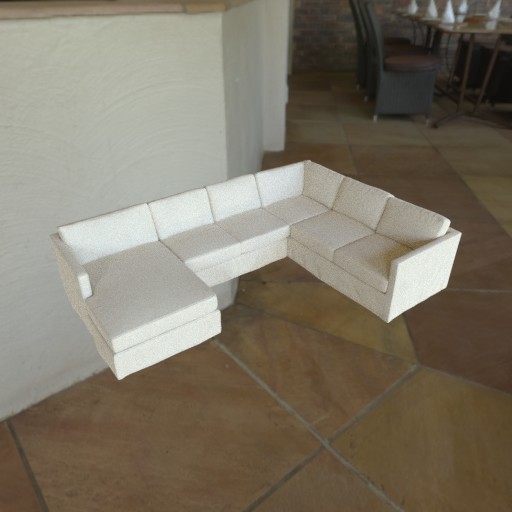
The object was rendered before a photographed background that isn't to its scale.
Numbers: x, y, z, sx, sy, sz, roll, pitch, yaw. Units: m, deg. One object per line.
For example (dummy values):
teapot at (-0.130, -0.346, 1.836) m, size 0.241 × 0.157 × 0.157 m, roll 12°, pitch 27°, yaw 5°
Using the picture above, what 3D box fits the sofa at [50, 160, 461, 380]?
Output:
sofa at (0.000, 0.000, 4.618) m, size 3.464 × 0.882 × 2.448 m, roll -21°, pitch 37°, yaw -31°
